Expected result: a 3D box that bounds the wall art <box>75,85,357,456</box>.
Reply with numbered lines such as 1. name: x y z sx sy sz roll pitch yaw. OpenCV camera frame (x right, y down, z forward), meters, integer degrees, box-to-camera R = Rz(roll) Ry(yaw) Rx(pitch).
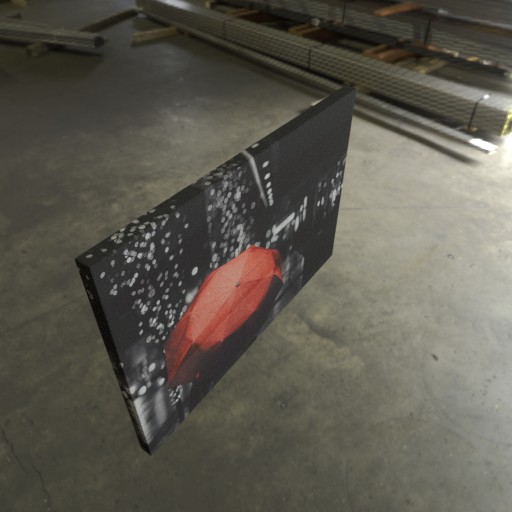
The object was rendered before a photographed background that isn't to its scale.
1. wall art: 0.000 0.000 1.153 0.038 0.609 0.914 25 46 26
